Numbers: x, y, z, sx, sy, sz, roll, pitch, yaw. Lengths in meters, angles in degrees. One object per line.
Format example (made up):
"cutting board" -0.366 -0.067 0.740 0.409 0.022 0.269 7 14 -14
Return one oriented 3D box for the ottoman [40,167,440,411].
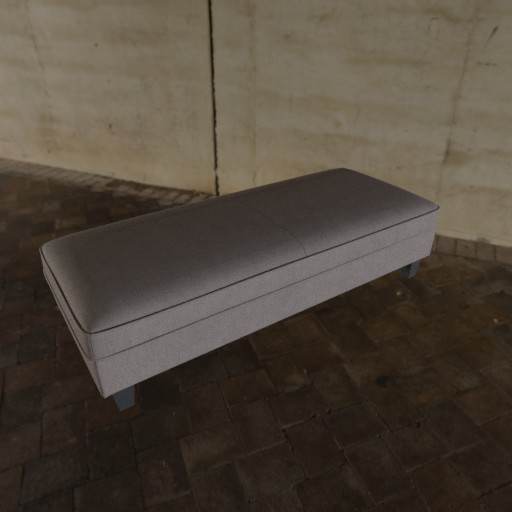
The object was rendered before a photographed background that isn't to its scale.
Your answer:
"ottoman" 0.000 0.000 2.107 1.764 0.470 0.751 -19 35 -29
